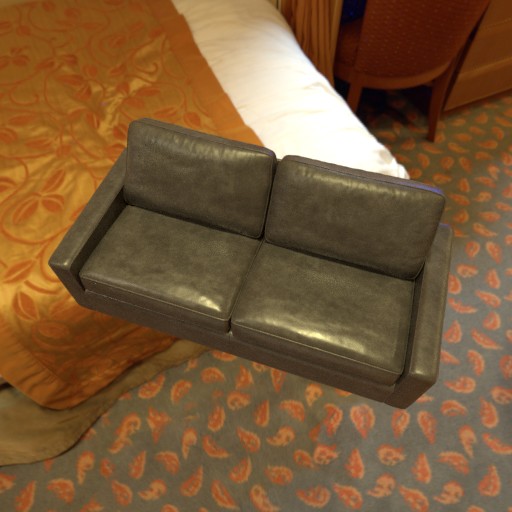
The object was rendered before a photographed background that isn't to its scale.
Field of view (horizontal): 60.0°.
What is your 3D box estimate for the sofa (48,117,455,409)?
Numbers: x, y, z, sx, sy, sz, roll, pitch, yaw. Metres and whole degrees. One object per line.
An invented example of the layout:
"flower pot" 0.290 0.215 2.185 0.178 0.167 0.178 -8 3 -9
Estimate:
"sofa" 0.000 0.000 2.523 2.081 0.916 0.939 16 59 10
